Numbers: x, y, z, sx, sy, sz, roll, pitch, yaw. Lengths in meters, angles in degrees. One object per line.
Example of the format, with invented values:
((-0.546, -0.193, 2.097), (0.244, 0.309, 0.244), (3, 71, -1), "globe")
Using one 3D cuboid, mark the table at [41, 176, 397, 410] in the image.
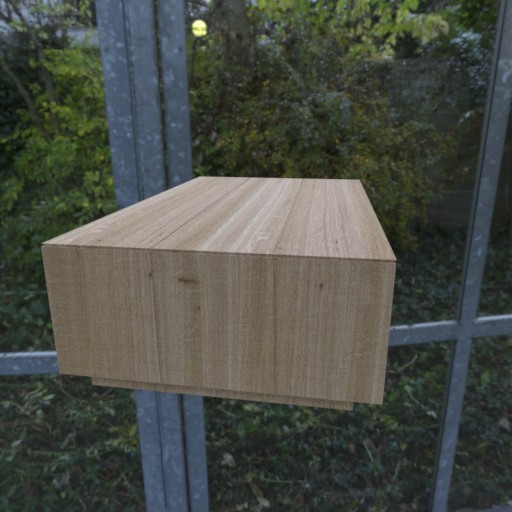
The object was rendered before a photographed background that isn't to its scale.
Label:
((0.000, 0.000, 1.396), (0.678, 0.353, 1.110), (3, 17, 9), "table")
